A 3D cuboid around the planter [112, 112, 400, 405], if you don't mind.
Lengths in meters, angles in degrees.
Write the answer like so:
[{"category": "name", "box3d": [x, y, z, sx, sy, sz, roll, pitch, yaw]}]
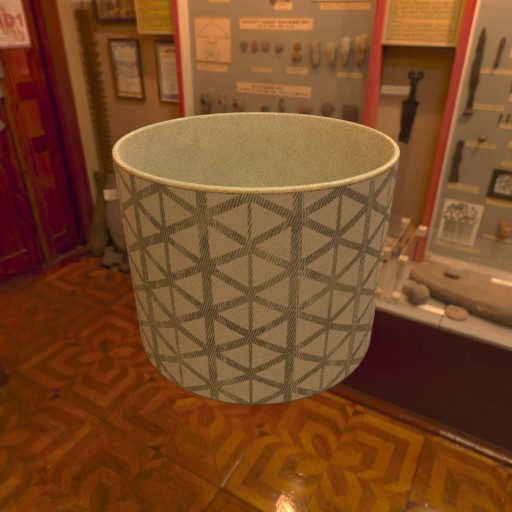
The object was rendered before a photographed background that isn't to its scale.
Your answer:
[{"category": "planter", "box3d": [0.000, 0.000, 0.347, 0.190, 0.181, 0.190, 0, 29, 0]}]
